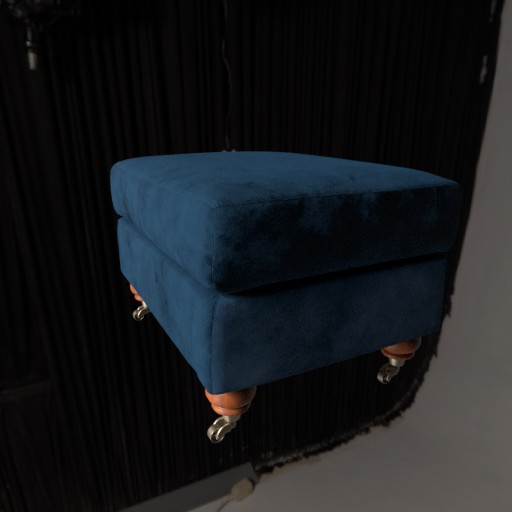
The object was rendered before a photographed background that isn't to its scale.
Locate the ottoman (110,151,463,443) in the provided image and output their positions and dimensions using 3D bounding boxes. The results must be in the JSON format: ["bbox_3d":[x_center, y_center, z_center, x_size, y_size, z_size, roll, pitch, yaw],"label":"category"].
[{"bbox_3d":[0.000,0.000,1.128,0.572,0.503,0.773,-9,19,-27],"label":"ottoman"}]
